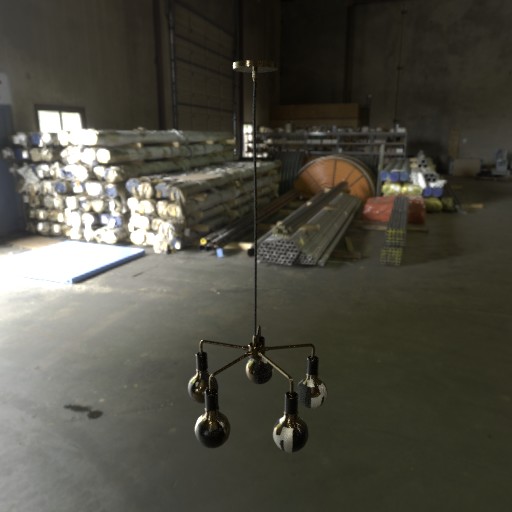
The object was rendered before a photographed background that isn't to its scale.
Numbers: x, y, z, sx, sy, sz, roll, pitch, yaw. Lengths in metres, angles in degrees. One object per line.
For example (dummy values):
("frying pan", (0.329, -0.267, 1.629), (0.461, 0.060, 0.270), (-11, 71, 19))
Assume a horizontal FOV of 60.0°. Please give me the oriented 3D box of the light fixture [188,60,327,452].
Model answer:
("light fixture", (0.000, 0.000, 1.235), (0.438, 0.988, 0.421), (1, 15, 4))
